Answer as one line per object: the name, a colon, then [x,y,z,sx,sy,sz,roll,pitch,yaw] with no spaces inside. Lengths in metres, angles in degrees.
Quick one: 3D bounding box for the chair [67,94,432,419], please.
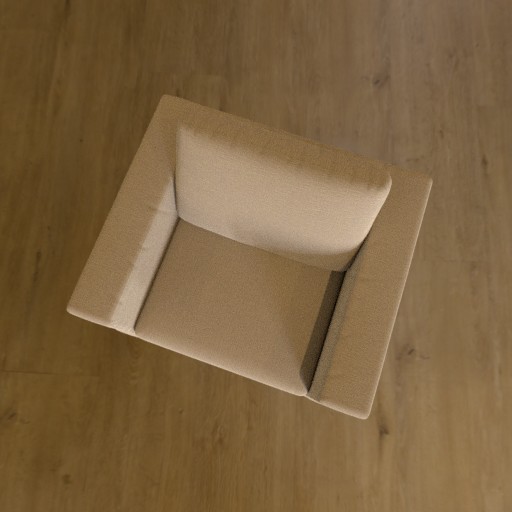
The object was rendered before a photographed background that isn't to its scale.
chair: [0.000,0.000,1.822,1.150,0.878,0.957,19,77,5]
